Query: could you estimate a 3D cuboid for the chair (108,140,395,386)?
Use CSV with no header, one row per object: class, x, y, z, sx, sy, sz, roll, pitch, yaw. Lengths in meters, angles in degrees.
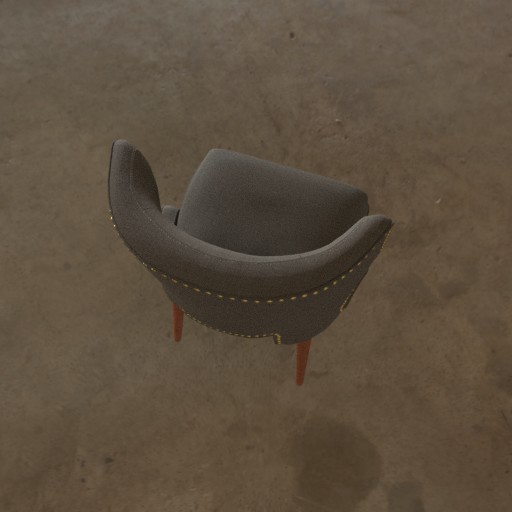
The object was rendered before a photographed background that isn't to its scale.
chair,0.000,0.000,1.214,0.595,0.863,0.581,18,65,9
